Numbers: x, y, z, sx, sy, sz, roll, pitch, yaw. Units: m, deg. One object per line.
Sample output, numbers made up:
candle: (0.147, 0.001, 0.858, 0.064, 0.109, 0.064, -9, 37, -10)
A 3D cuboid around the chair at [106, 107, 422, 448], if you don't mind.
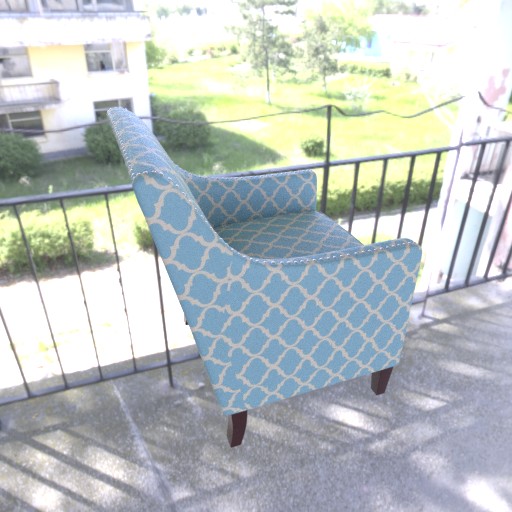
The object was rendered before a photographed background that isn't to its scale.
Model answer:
chair: (0.000, 0.000, 1.312, 0.686, 0.817, 0.617, -11, 32, -18)
